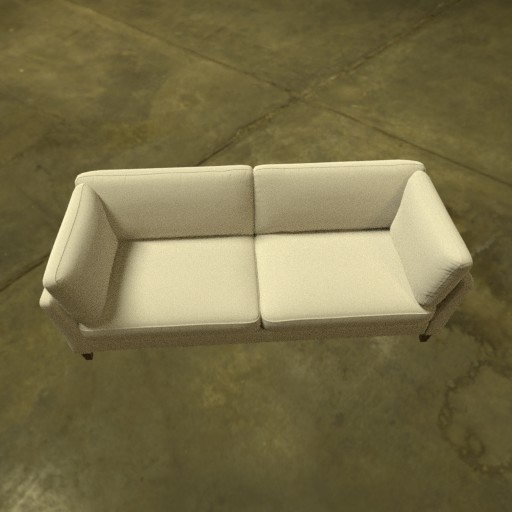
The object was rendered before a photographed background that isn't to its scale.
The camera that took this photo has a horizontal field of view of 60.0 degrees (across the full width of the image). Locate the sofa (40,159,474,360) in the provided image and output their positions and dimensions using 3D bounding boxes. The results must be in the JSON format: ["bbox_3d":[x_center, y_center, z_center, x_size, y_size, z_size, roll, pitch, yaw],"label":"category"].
[{"bbox_3d":[0.000,0.000,2.769,2.301,0.863,0.957,-3,48,-2],"label":"sofa"}]
